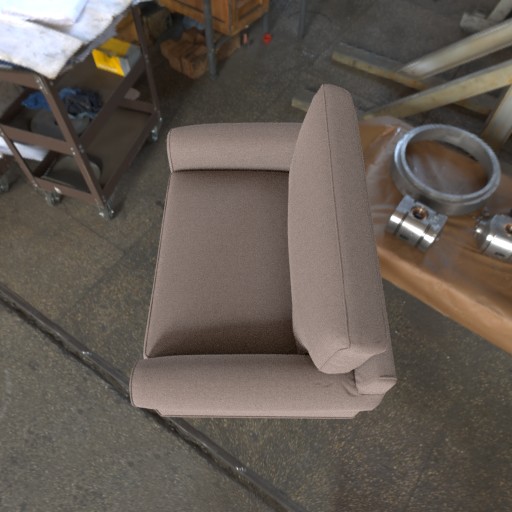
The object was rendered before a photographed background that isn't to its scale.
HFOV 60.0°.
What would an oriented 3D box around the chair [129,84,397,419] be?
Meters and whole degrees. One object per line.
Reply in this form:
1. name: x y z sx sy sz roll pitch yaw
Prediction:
1. chair: 0.000 0.000 2.002 0.930 0.930 1.390 1 59 0
